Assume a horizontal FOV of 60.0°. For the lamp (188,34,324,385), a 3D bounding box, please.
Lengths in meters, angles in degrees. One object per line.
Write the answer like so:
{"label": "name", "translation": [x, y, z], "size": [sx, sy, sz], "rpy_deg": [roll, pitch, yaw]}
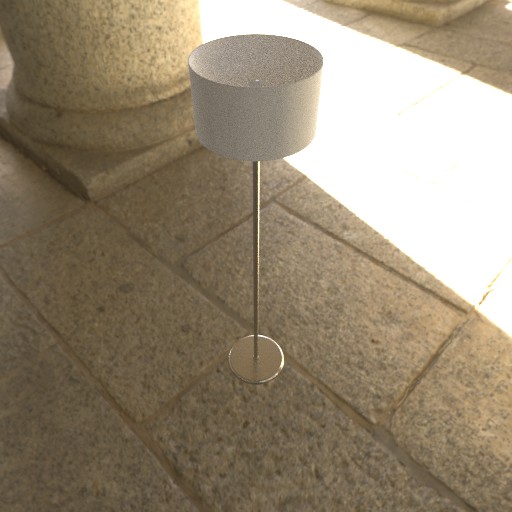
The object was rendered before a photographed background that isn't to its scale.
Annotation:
{"label": "lamp", "translation": [0.000, 0.000, 1.648], "size": [0.347, 1.443, 0.347], "rpy_deg": [11, 46, 11]}
